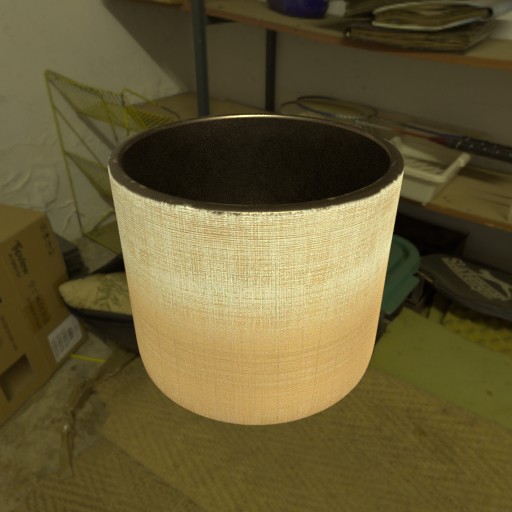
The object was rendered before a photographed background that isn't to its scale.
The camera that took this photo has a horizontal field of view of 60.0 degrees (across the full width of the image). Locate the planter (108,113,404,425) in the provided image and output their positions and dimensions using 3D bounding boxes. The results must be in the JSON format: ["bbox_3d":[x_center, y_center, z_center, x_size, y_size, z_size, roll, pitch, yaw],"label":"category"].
[{"bbox_3d":[0.000,0.000,0.443,0.254,0.221,0.254,0,32,0],"label":"planter"}]
